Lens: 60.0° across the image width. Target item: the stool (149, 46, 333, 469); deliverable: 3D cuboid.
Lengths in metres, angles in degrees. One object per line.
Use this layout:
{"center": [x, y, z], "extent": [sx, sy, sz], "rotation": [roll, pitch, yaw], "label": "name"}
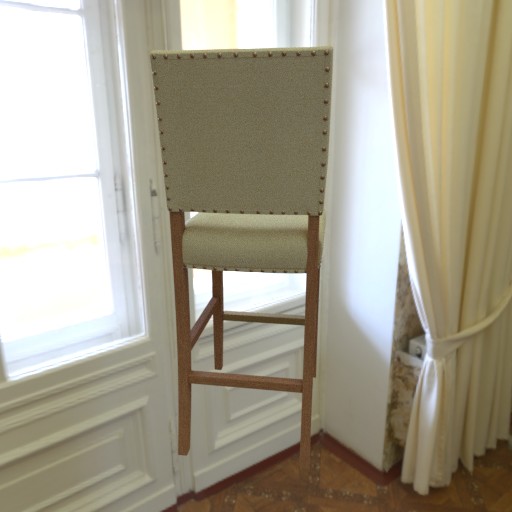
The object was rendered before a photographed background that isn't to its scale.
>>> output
{"center": [0.000, 0.000, 1.449], "extent": [0.445, 1.168, 0.584], "rotation": [2, 17, 8], "label": "stool"}
